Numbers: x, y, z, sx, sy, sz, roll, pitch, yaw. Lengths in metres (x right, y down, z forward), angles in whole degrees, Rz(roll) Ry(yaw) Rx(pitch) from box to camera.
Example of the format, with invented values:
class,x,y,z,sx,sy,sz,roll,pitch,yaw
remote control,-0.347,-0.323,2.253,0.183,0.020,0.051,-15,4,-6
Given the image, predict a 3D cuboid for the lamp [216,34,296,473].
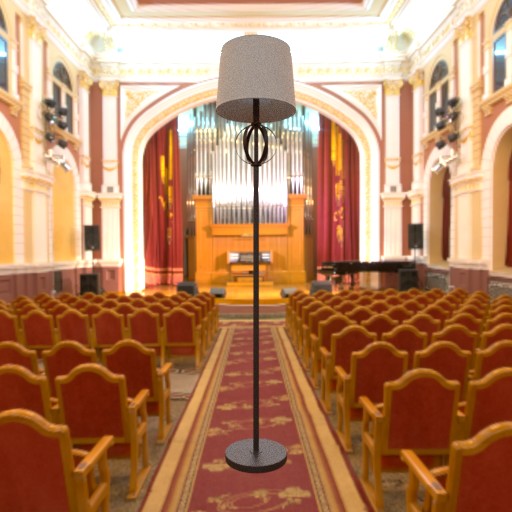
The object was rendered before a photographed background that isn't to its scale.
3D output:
class,x,y,z,sx,sy,sz,roll,pitch,yaw
lamp,0.000,0.000,1.594,0.286,1.462,0.286,0,1,0
